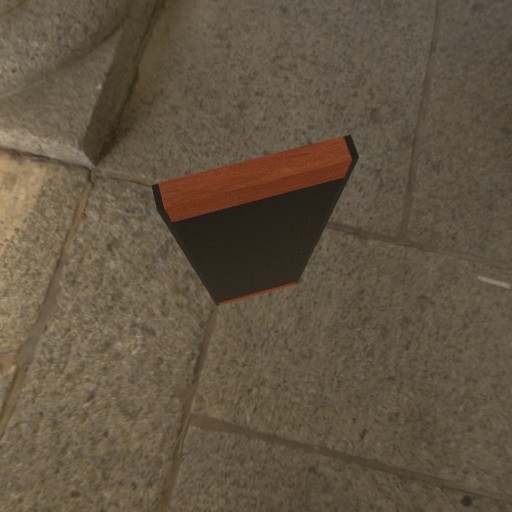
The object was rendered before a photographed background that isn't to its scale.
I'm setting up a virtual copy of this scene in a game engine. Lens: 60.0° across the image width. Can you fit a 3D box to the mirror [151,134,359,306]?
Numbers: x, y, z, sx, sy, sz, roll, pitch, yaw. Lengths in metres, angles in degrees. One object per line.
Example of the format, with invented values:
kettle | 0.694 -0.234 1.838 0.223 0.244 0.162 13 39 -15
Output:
mirror | 0.000 0.000 1.270 0.343 1.123 0.047 -15 76 -4
